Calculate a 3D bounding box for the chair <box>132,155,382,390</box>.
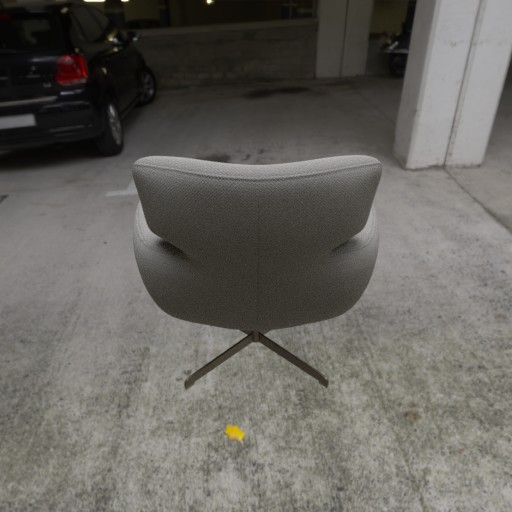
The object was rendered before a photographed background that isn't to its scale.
[{"bbox_3d":[0.000,0.000,1.383,0.760,0.810,0.730,0,31,-1],"label":"chair"}]
